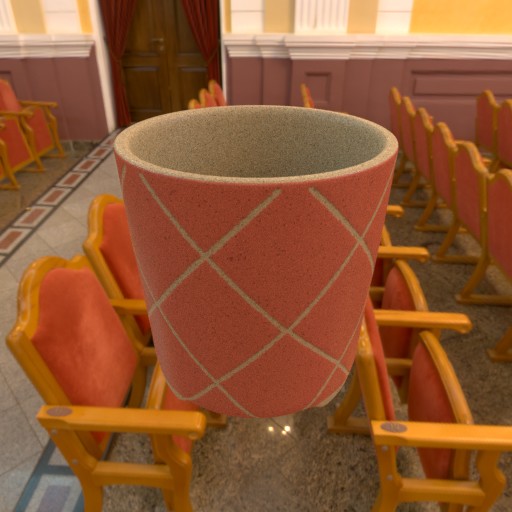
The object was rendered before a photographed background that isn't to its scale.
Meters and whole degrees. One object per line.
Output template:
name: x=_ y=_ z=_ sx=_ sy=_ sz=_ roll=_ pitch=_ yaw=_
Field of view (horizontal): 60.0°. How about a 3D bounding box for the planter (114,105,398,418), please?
planter: x=0.000 y=0.000 z=0.424 sx=0.227 sy=0.235 sz=0.227 roll=0 pitch=30 yaw=0
